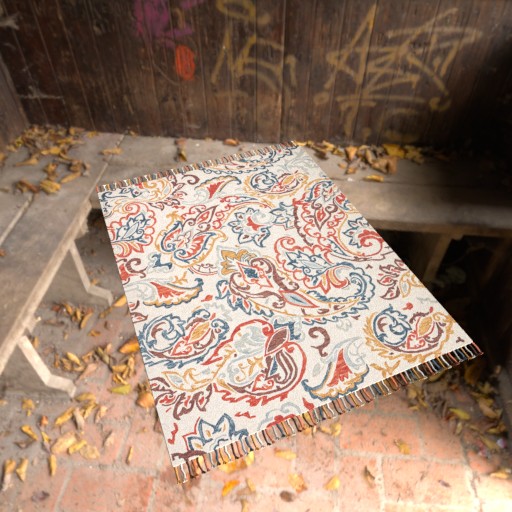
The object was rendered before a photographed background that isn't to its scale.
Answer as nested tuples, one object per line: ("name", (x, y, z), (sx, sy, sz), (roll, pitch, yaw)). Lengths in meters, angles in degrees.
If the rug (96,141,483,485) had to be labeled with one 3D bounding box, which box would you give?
("rug", (0.000, 0.000, 4.140), (2.439, 0.015, 3.274), (-17, 49, -15))
